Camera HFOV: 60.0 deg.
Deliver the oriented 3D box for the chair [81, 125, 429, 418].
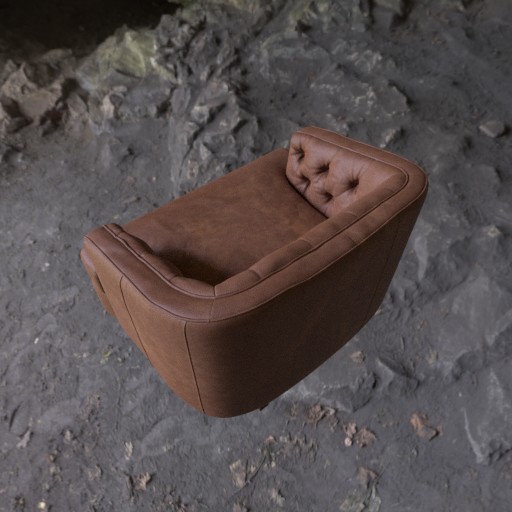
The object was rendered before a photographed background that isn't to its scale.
[{"bbox_3d":[0.000,0.000,1.790,1.119,0.836,0.911,-32,55,-26],"label":"chair"}]
